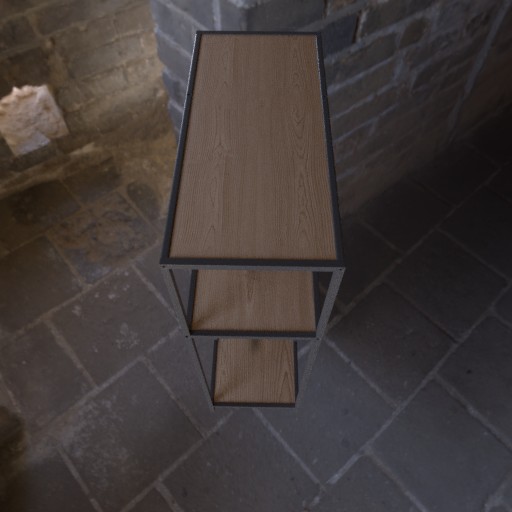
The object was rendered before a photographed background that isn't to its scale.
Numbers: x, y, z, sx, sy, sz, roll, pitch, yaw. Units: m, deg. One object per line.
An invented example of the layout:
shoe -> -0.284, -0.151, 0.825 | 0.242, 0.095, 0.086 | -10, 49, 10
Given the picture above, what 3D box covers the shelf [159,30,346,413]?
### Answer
shelf -> 0.000, 0.000, 1.515 | 0.350, 1.138, 0.770 | 1, 57, 1
